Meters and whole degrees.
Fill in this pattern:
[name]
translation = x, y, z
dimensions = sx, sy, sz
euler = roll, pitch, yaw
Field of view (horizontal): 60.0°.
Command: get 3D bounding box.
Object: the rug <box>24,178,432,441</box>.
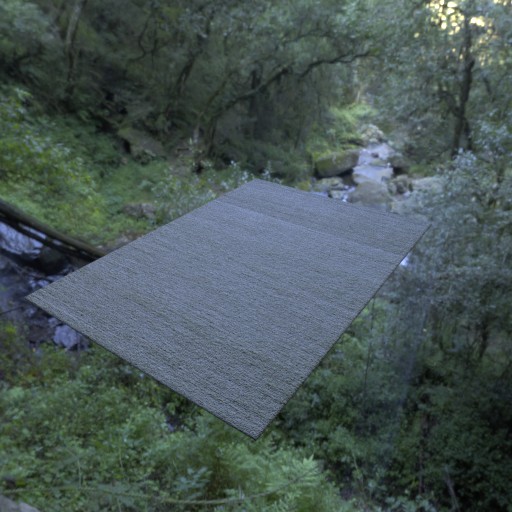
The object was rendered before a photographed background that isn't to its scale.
[rug]
translation = 0.000, 0.000, 5.016
dimensions = 2.782, 0.025, 3.935
euler = 20, 36, 30
